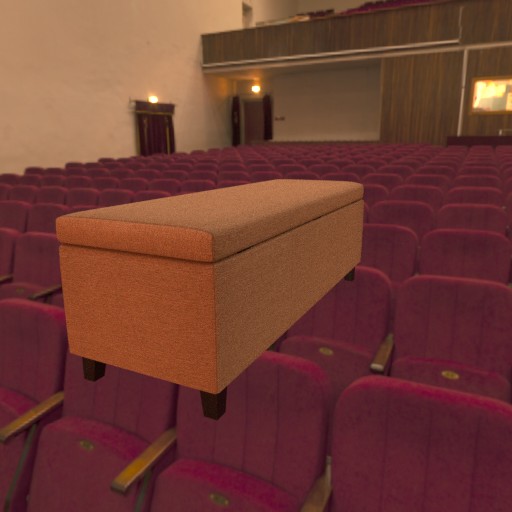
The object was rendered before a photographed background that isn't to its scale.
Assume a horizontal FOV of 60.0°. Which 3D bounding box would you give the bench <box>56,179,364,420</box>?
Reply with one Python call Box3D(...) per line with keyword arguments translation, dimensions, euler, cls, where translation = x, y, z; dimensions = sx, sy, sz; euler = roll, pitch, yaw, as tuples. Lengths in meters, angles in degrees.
Box3D(translation=(0.000, 0.000, 1.526), dimensions=(0.446, 0.438, 1.269), euler=(7, 16, 26), cls="bench")
